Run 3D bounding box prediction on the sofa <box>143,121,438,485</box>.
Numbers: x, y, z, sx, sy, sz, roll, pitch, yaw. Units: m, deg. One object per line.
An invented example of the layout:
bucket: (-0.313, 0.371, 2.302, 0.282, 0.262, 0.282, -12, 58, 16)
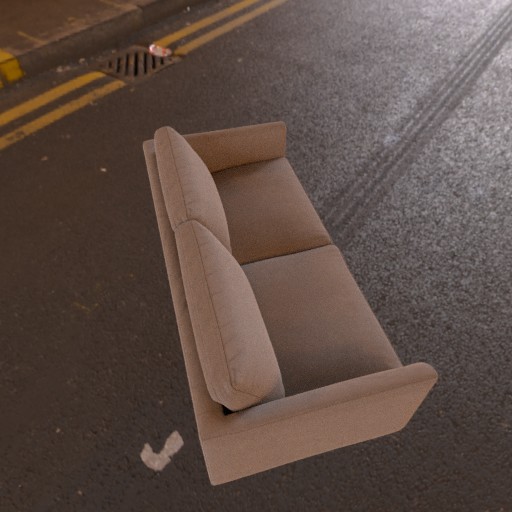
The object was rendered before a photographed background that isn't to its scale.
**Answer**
sofa: (0.000, 0.000, 2.755, 1.090, 0.838, 2.588, -12, 48, -11)
